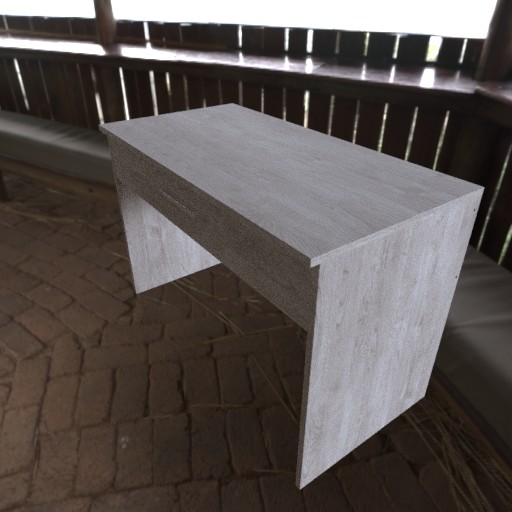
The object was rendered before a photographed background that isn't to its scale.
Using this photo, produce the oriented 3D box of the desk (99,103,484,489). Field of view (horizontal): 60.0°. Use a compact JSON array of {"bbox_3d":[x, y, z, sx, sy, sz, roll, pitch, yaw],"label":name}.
[{"bbox_3d":[0.000,0.000,1.495,0.560,0.730,1.100,-21,37,-30],"label":"desk"}]
